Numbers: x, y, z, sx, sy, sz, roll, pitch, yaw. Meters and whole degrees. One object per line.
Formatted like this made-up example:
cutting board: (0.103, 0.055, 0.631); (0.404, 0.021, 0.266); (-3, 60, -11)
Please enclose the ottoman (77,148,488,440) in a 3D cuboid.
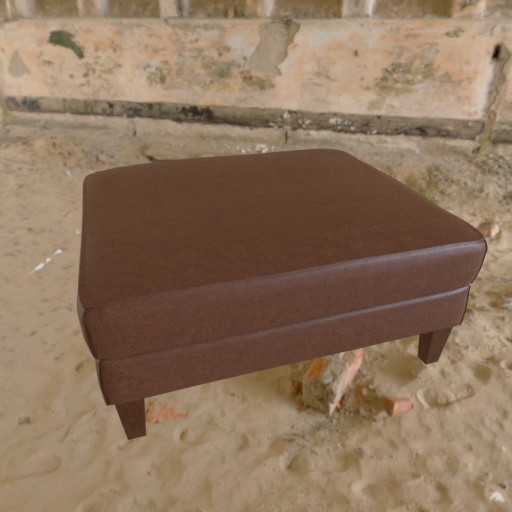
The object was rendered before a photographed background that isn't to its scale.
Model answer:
ottoman: (0.000, 0.000, 1.391); (0.987, 0.472, 0.836); (-9, 31, -15)
